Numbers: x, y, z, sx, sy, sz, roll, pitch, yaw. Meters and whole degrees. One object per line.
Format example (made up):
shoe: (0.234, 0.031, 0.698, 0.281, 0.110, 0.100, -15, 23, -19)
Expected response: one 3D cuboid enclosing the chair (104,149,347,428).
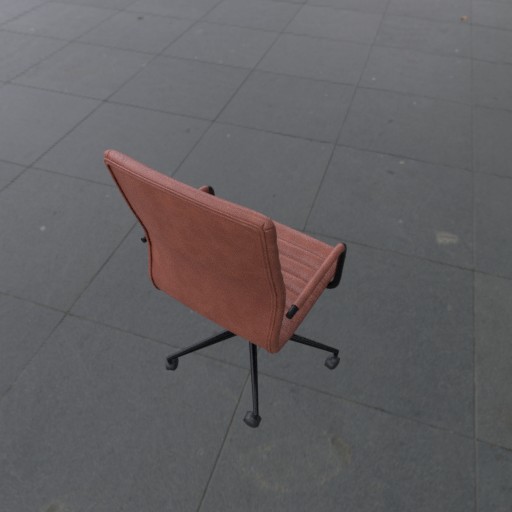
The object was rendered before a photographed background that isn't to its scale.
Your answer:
chair: (0.000, 0.000, 1.296, 0.600, 0.878, 0.578, 26, 52, 22)
